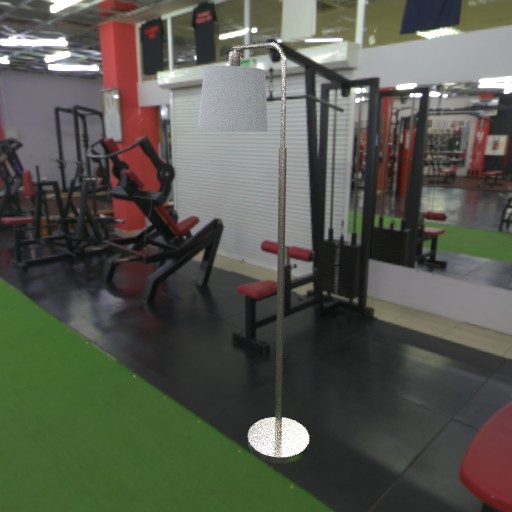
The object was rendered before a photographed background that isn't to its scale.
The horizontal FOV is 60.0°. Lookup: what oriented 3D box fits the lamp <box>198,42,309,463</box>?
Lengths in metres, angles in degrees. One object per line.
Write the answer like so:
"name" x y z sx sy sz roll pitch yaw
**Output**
"lamp" 0.000 0.000 1.664 0.254 1.478 0.508 -13 20 -41
